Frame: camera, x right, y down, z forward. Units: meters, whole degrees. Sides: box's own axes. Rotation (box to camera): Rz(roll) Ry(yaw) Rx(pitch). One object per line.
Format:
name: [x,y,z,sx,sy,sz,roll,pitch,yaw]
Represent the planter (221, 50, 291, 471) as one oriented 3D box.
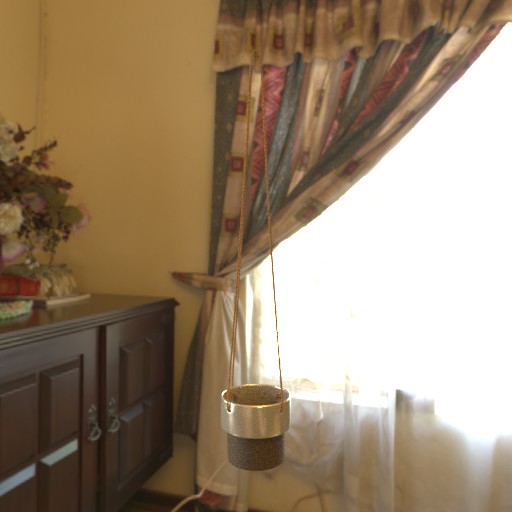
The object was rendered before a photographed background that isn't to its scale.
planter: [0.000,0.000,1.177,0.187,1.073,0.187,0,1,2]
